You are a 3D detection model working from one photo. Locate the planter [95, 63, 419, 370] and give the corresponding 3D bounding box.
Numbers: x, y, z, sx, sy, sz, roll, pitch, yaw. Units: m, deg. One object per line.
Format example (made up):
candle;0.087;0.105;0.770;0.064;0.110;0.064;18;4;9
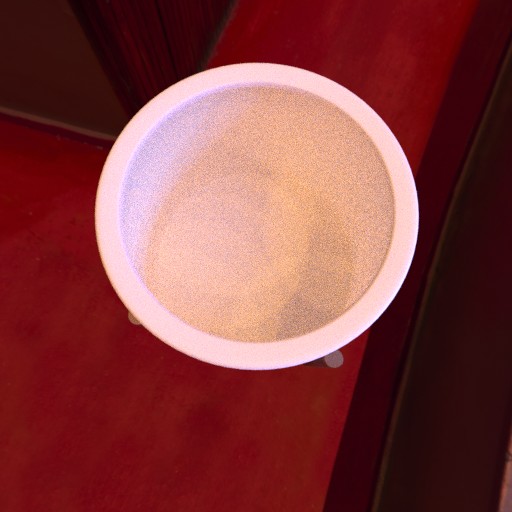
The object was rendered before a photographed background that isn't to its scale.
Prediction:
planter;0.000;0.000;0.853;0.420;0.581;0.421;15;77;4
